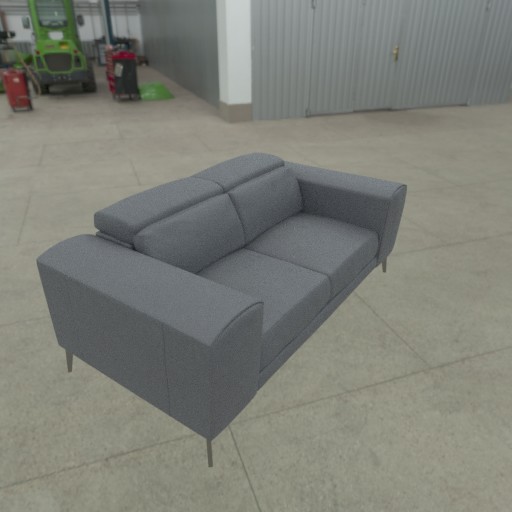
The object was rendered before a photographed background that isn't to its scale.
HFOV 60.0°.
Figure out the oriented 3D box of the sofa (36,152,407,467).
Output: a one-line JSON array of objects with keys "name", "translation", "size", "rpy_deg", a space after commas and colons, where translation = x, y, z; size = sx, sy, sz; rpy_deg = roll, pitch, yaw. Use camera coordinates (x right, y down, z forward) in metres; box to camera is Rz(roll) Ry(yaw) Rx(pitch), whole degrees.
[{"name": "sofa", "translation": [0.000, 0.000, 2.410], "size": [1.003, 0.779, 1.895], "rpy_deg": [18, 33, 31]}]
